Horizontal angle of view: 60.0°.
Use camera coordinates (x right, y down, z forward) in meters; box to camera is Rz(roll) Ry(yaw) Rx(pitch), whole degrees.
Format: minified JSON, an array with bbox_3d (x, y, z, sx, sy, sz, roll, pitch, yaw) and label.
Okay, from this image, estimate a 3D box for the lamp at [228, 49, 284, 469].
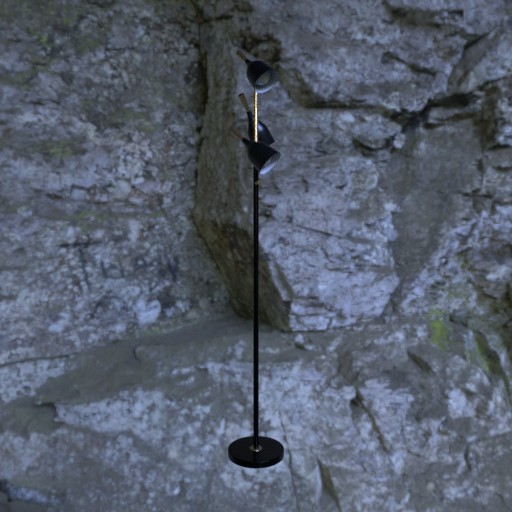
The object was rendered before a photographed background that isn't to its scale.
[{"bbox_3d":[0.000,0.000,1.952,0.253,1.778,0.434,0,2,0],"label":"lamp"}]
